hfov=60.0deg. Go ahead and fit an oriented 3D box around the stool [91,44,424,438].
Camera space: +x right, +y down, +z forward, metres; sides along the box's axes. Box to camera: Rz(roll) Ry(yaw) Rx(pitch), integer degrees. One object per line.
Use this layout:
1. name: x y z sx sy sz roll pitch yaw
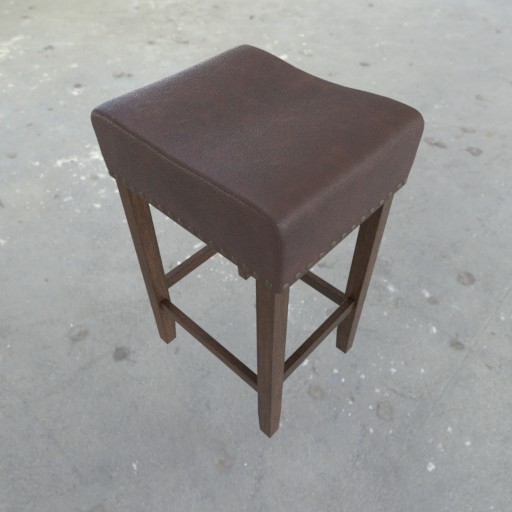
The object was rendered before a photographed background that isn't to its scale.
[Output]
1. stool: 0.000 0.000 1.055 0.465 0.769 0.401 34 56 28
